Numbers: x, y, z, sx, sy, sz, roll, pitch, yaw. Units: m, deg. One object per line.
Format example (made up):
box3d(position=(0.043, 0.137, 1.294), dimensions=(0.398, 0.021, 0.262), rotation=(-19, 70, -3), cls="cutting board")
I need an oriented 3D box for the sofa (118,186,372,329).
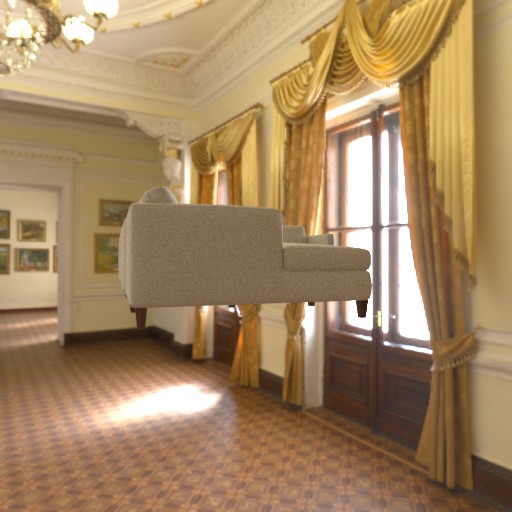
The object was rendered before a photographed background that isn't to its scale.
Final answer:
box3d(position=(0.000, 0.000, 4.376), dimensions=(2.551, 0.853, 3.238), rotation=(0, 0, -18), cls="sofa")
